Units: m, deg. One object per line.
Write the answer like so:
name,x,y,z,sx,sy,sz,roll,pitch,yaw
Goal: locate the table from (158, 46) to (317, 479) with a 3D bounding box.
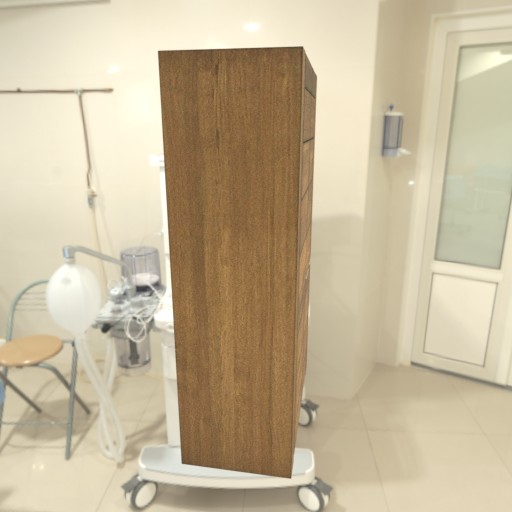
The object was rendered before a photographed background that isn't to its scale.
table,0.000,0.000,2.522,0.600,2.000,1.100,3,17,10
